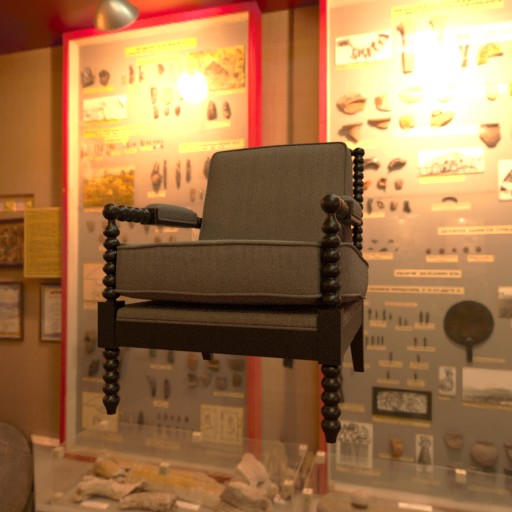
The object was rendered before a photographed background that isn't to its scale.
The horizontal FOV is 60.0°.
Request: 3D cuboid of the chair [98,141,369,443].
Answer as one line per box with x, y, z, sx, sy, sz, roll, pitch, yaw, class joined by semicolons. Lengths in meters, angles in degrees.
0.000;0.000;1.123;0.540;0.661;0.622;0;0;18;chair
